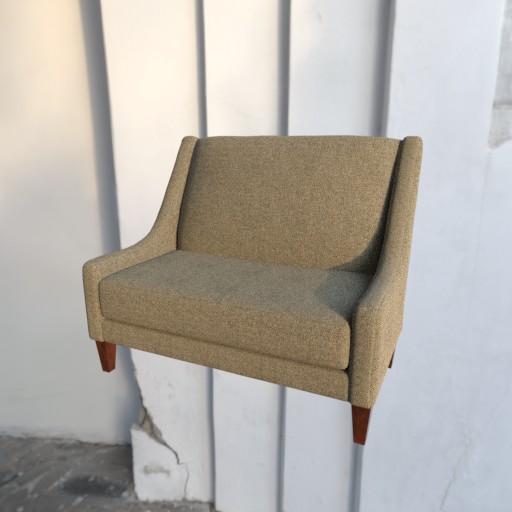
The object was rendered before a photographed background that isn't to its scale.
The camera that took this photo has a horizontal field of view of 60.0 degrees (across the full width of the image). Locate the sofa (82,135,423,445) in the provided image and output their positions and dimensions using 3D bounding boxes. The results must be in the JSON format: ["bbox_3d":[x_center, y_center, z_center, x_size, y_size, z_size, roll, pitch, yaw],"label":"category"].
[{"bbox_3d":[0.000,0.000,1.943,1.242,1.021,0.870,7,17,24],"label":"sofa"}]
